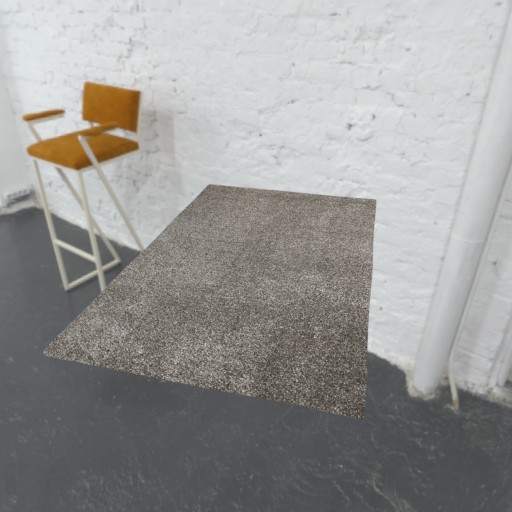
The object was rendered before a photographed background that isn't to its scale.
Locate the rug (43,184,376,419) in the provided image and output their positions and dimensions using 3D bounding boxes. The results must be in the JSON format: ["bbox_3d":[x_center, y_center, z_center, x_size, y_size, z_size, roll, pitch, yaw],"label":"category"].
[{"bbox_3d":[0.000,0.000,2.928,1.501,0.025,2.352,7,30,13],"label":"rug"}]
